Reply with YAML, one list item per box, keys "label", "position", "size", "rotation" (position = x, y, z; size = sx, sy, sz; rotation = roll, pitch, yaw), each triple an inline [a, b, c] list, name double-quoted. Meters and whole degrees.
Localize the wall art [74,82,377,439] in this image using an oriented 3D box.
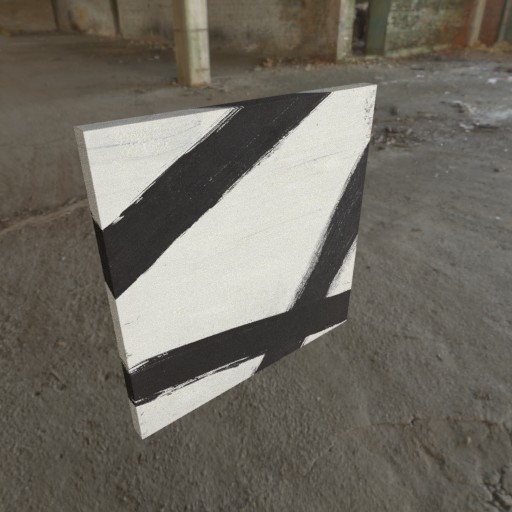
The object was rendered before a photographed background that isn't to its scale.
- label: "wall art"
  position: [0.000, 0.000, 1.141]
  size: [0.765, 0.765, 0.046]
  rotation: [-22, 36, -33]
